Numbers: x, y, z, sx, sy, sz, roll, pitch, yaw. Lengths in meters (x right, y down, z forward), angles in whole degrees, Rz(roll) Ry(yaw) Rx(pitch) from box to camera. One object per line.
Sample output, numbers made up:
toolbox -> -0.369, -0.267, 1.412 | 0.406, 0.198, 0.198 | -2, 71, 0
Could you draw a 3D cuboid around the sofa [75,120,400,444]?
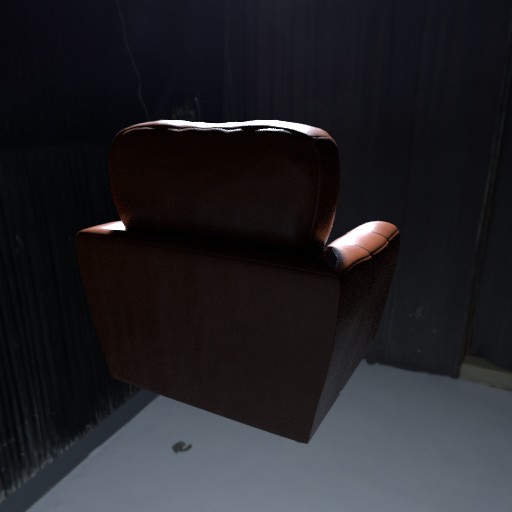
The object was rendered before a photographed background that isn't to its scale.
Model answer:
sofa -> 0.000, 0.000, 1.496 | 0.836, 0.876, 0.789 | 9, 19, 26
